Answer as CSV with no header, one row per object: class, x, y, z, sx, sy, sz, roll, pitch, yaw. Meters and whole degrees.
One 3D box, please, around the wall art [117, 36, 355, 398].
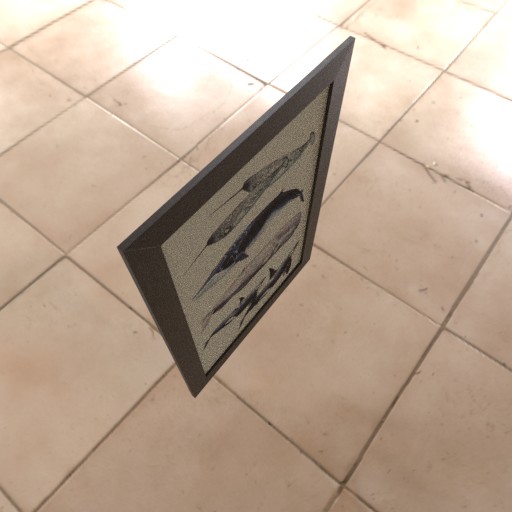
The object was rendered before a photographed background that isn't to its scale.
wall art,0.000,0.000,1.450,0.016,1.116,0.810,34,65,18
